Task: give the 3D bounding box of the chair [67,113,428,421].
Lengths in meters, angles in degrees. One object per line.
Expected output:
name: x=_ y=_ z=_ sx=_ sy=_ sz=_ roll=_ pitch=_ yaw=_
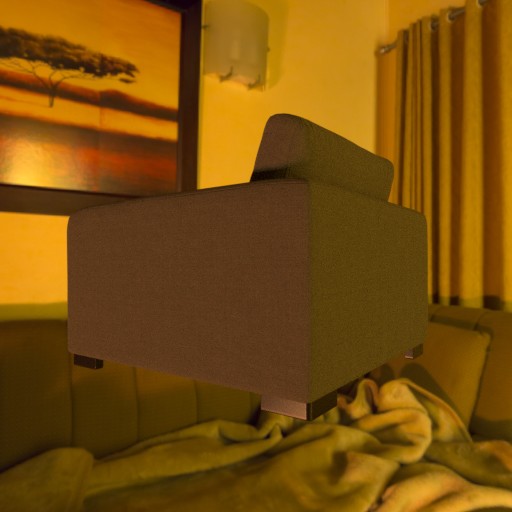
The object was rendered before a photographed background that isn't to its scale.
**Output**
chair: x=0.000 y=0.000 z=1.836 sx=1.100 sy=0.847 sz=1.070 roll=0 pitch=-1 yaw=36
